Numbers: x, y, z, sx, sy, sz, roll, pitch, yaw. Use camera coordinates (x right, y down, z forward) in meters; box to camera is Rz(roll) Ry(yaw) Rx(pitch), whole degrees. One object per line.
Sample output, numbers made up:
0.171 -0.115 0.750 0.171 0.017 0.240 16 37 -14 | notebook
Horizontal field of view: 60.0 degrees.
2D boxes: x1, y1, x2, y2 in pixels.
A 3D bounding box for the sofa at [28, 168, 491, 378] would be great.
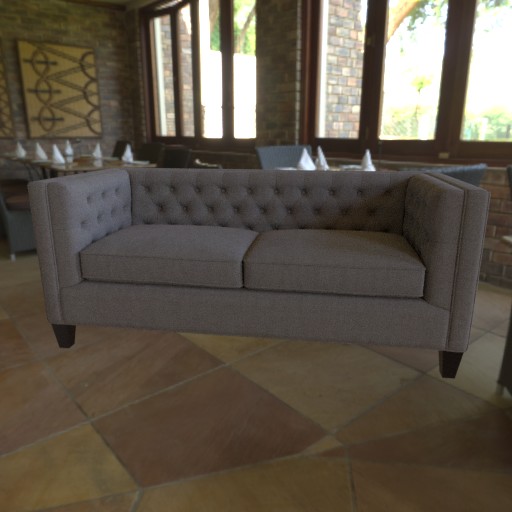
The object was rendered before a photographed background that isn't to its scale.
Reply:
0.000 0.000 2.136 1.778 0.762 0.775 2 16 9 | sofa
